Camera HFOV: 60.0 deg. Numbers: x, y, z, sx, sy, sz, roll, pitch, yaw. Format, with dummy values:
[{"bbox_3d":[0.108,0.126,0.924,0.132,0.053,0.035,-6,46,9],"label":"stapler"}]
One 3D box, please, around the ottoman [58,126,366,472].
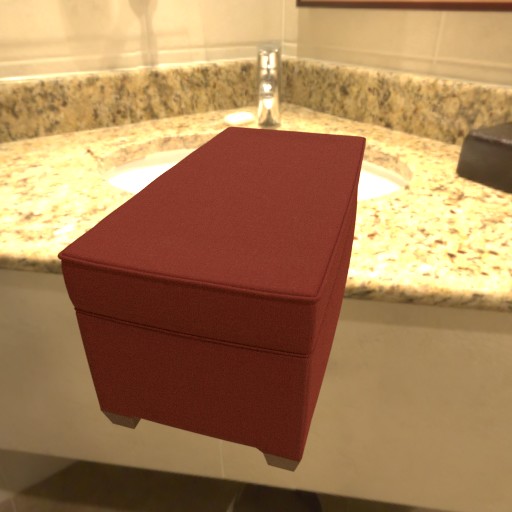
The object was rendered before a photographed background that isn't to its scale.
[{"bbox_3d":[0.000,0.000,1.216,0.497,0.454,0.948,9,32,14],"label":"ottoman"}]
